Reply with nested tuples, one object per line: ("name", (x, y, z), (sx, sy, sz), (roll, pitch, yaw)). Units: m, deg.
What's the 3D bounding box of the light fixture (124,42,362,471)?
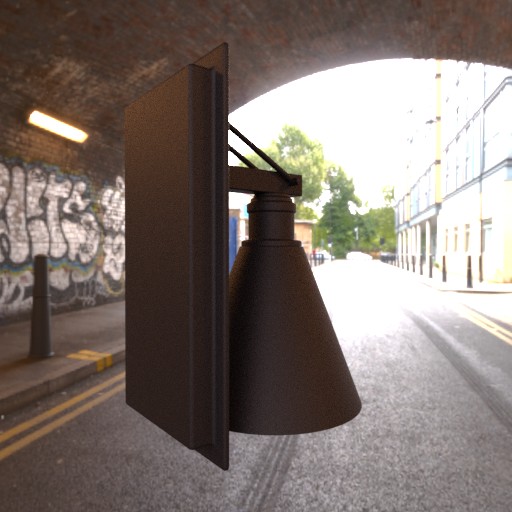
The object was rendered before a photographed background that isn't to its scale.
("light fixture", (0.000, 0.000, 0.415), (0.207, 0.298, 0.170), (-1, 1, -38))
